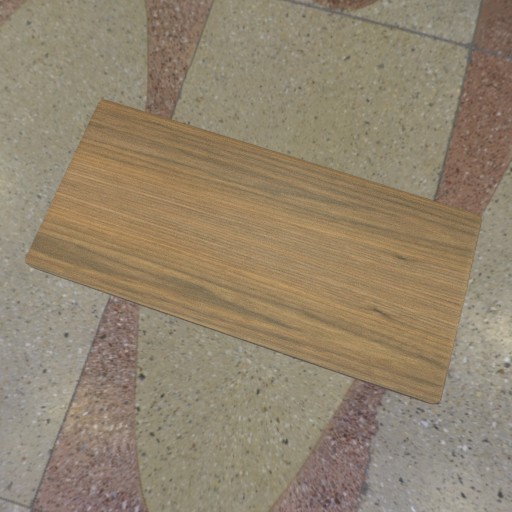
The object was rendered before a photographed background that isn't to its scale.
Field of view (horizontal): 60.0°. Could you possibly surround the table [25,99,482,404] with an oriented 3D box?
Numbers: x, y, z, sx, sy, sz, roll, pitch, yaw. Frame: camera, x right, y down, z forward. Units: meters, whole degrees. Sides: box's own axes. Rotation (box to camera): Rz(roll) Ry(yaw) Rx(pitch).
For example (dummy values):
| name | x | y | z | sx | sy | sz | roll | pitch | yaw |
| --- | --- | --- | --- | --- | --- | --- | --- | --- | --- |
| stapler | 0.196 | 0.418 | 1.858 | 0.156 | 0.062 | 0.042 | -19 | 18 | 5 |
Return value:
| name | x | y | z | sx | sy | sz | roll | pitch | yaw |
| --- | --- | --- | --- | --- | --- | --- | --- | --- | --- |
| table | 0.000 | 0.000 | 1.672 | 1.375 | 0.468 | 0.637 | 18 | 77 | 4 |
